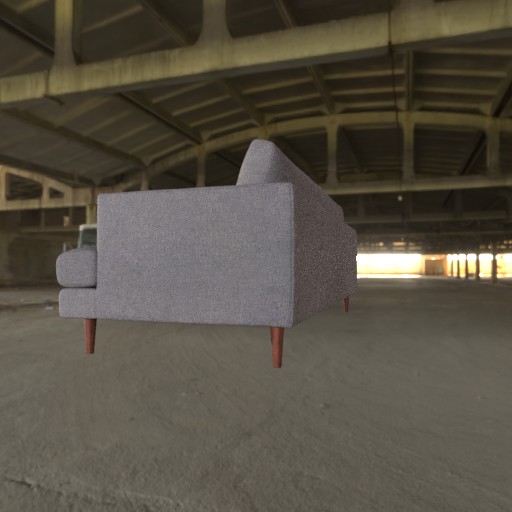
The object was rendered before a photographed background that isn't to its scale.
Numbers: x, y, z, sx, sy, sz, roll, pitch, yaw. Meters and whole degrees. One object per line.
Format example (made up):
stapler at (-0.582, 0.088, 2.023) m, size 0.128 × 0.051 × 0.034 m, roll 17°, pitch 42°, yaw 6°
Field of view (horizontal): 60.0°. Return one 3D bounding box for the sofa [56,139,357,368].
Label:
sofa at (0.000, 0.000, 2.745) m, size 1.020 × 0.868 × 2.250 m, roll 0°, pitch -1°, yaw 18°
